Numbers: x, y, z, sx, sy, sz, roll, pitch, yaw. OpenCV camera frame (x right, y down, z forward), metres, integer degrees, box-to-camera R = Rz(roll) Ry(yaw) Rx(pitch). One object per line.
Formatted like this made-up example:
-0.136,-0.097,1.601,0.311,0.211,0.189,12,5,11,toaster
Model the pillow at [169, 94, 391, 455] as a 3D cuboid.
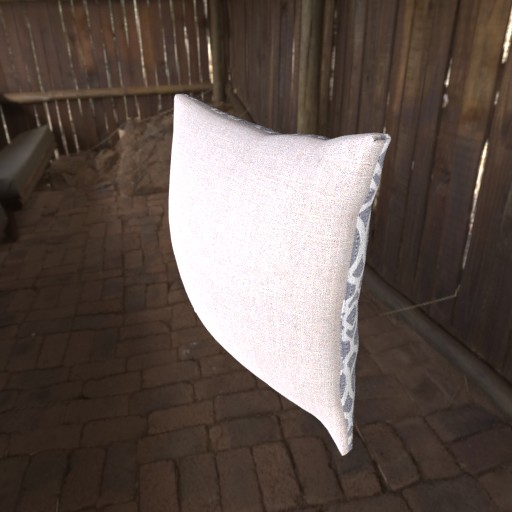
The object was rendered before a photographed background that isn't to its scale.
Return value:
0.000,0.000,0.780,0.215,0.498,0.508,-17,31,-31,pillow
